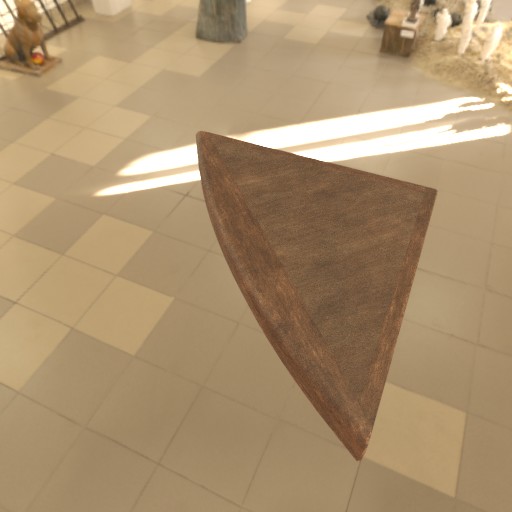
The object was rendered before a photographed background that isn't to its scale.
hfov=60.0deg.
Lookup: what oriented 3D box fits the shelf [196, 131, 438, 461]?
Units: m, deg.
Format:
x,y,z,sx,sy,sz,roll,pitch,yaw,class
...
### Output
x,y,z,sx,sy,sz,roll,pitch,yaw,class
0.000,0.000,0.462,0.310,0.050,0.310,18,50,16,shelf
